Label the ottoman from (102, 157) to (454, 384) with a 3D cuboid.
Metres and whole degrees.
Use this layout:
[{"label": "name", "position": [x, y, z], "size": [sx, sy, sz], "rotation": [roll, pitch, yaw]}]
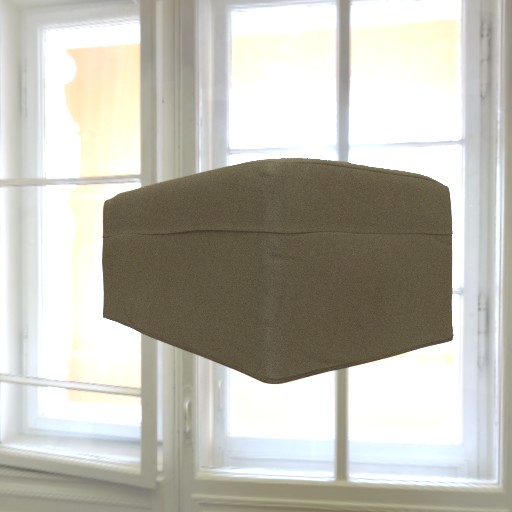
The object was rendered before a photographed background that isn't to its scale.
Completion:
[{"label": "ottoman", "position": [0.000, 0.000, 1.229], "size": [0.590, 0.444, 0.872], "rotation": [-1, 2, -37]}]
